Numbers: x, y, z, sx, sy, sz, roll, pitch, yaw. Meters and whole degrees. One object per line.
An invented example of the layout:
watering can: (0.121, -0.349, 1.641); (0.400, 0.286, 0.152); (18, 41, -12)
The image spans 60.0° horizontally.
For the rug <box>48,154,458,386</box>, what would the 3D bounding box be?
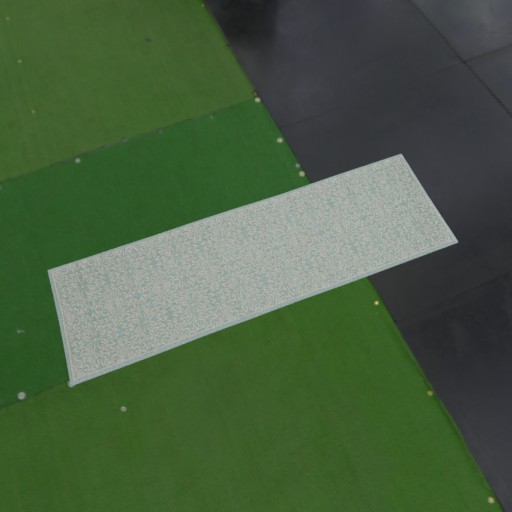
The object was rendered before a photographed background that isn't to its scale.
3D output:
rug: (0.000, 0.000, 2.465); (2.196, 0.011, 0.662); (-19, 67, -9)
